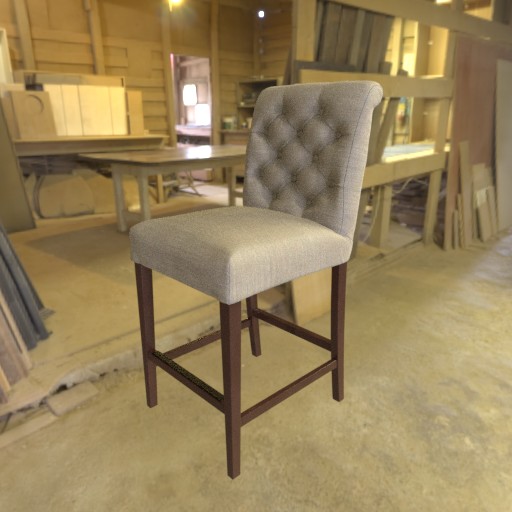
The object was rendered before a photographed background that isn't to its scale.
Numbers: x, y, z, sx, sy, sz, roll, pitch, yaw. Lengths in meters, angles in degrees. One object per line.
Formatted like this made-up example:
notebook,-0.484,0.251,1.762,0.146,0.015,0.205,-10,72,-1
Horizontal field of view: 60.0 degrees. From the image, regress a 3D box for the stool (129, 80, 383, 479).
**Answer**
stool,0.000,0.000,1.452,0.660,1.084,0.486,-16,24,-41
